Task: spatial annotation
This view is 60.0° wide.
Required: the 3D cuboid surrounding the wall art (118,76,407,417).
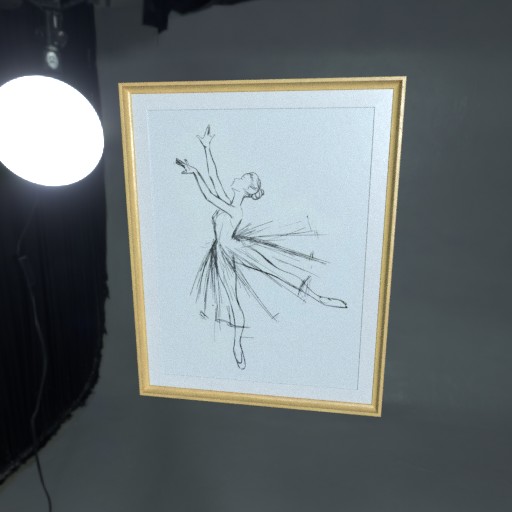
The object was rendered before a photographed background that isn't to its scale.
[{"bbox_3d":[0.000,0.000,1.348,0.798,1.002,0.030,2,14,9],"label":"wall art"}]
